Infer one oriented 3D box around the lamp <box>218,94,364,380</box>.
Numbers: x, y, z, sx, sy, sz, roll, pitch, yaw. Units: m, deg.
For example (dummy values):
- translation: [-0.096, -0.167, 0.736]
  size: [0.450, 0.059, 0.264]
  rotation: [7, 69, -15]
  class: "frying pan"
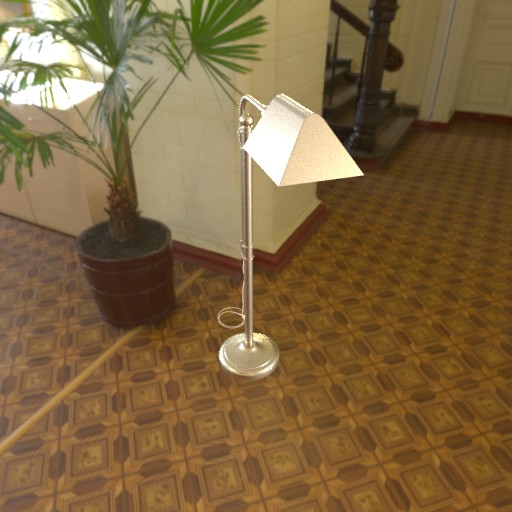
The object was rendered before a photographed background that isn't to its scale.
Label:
- translation: [0.000, 0.000, 0.938]
  size: [0.159, 0.708, 0.546]
  rotation: [-10, 34, -15]
  class: "lamp"
